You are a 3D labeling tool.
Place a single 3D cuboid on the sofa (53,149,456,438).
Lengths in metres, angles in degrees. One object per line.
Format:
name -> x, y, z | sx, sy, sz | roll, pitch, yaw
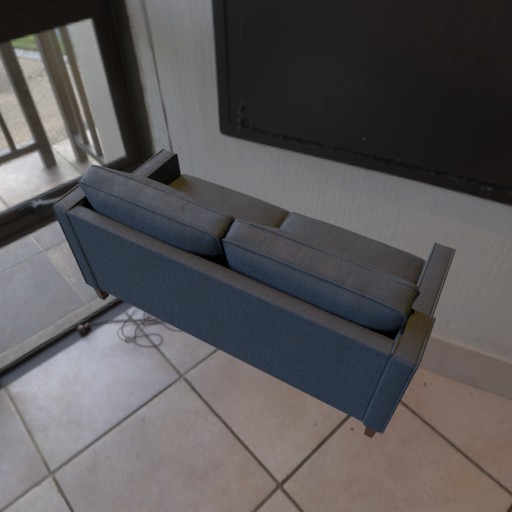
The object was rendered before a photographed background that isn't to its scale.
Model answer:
sofa -> 0.000, 0.000, 2.821 | 2.178, 1.071, 1.066 | 22, 50, 20
